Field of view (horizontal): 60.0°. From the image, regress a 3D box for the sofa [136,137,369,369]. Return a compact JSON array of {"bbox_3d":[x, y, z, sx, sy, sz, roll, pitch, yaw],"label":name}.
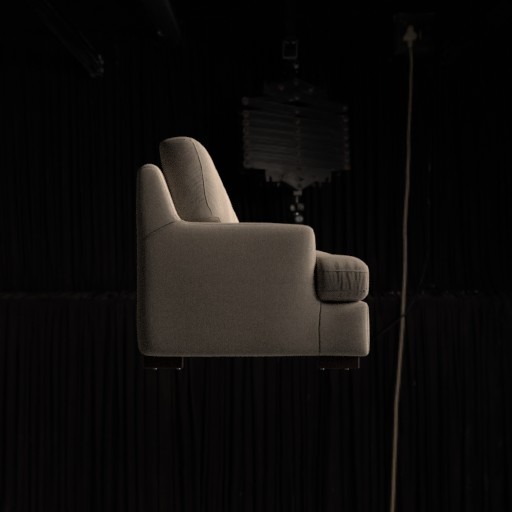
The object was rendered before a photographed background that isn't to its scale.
[{"bbox_3d":[0.000,0.000,2.940,0.962,0.980,2.354,0,-2,0],"label":"sofa"}]
